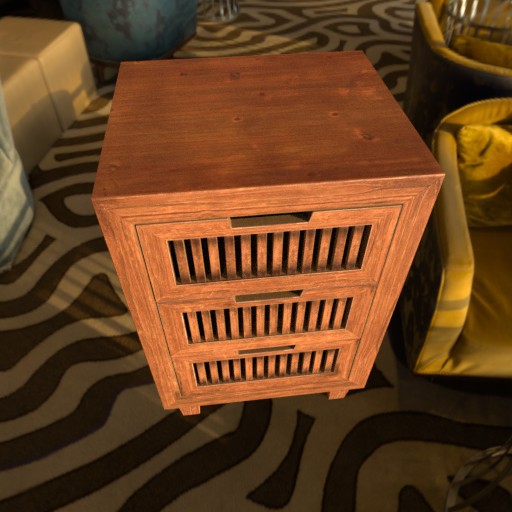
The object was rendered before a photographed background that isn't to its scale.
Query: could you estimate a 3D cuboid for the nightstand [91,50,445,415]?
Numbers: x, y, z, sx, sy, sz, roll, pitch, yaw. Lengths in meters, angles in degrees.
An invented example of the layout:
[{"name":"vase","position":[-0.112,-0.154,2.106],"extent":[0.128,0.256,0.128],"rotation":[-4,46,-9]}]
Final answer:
[{"name":"nightstand","position":[0.000,0.000,0.965],"extent":[0.465,0.695,0.410],"rotation":[-5,47,-4]}]
